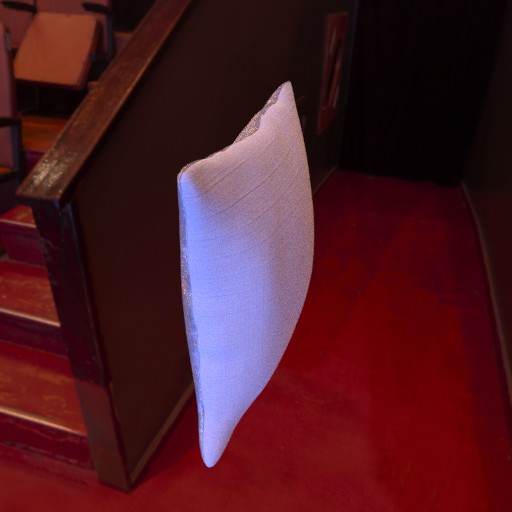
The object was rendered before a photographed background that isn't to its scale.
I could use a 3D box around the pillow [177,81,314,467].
[{"bbox_3d":[0.000,0.000,0.726,0.175,0.464,0.470,9,33,15],"label":"pillow"}]
